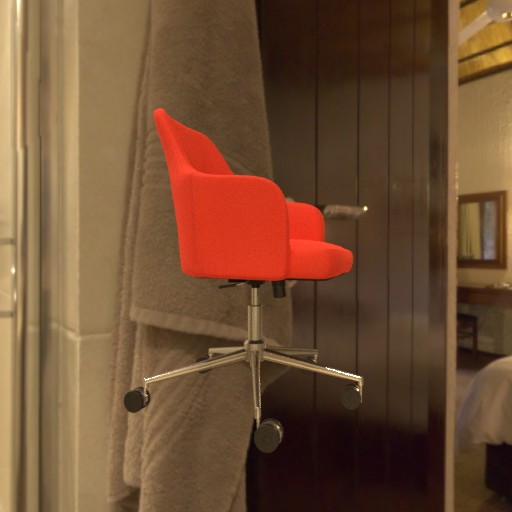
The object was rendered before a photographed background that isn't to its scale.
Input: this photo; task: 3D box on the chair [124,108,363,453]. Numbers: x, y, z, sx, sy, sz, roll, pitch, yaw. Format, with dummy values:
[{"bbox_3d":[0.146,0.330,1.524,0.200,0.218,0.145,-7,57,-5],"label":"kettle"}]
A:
[{"bbox_3d":[0.000,0.000,1.273,0.600,0.820,0.655,0,0,17],"label":"chair"}]
